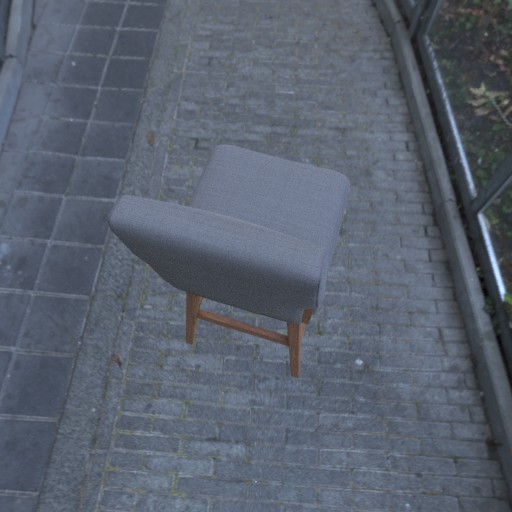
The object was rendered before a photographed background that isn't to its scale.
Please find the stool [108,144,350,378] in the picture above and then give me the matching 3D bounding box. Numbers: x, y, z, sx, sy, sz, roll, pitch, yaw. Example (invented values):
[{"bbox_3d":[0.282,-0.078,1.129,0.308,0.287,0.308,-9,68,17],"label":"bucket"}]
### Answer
[{"bbox_3d":[0.000,0.000,1.396,0.483,1.112,0.570,16,64,8],"label":"stool"}]
